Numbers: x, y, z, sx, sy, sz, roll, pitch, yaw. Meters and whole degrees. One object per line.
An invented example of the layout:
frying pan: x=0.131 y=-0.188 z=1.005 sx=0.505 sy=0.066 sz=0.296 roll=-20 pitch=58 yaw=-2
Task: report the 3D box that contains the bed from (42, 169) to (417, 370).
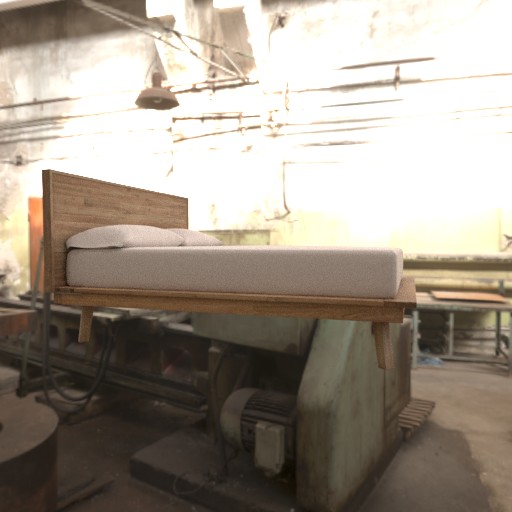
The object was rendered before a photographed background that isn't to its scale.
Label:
bed: x=0.000 y=0.000 z=3.167 sx=2.145 sy=1.071 sz=1.759 roll=1 pitch=2 yaw=19
